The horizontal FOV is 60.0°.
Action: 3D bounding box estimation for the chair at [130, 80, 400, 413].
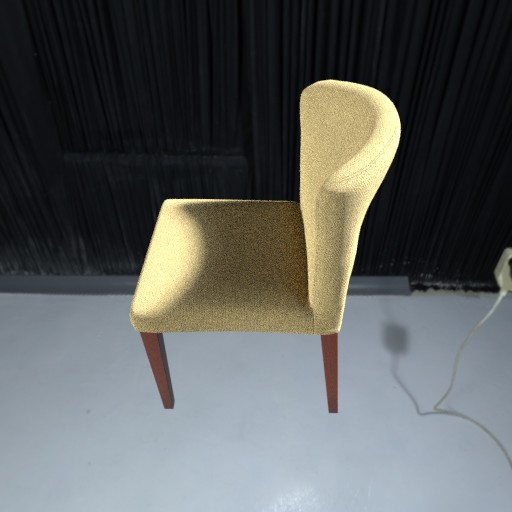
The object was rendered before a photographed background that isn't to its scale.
[{"bbox_3d":[0.000,0.000,1.197,0.589,0.839,0.491,1,41,1],"label":"chair"}]
